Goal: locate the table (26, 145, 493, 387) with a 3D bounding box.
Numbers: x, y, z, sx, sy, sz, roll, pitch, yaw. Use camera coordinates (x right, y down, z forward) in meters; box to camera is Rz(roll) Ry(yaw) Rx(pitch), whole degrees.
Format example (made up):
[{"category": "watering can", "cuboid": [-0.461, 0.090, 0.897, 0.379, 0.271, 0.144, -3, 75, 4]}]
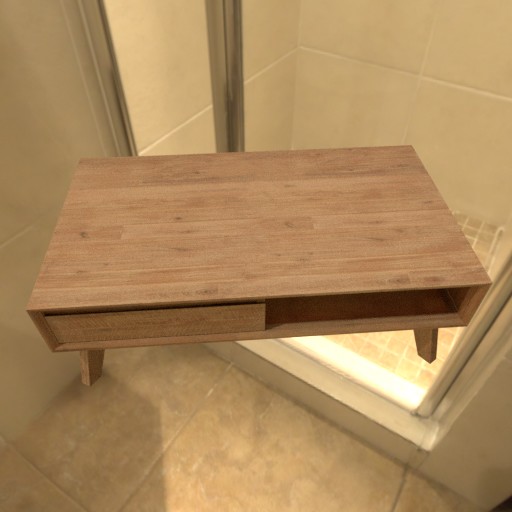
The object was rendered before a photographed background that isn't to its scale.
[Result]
[{"category": "table", "cuboid": [0.000, 0.000, 2.036, 1.619, 0.531, 0.918, -3, 46, -3]}]
